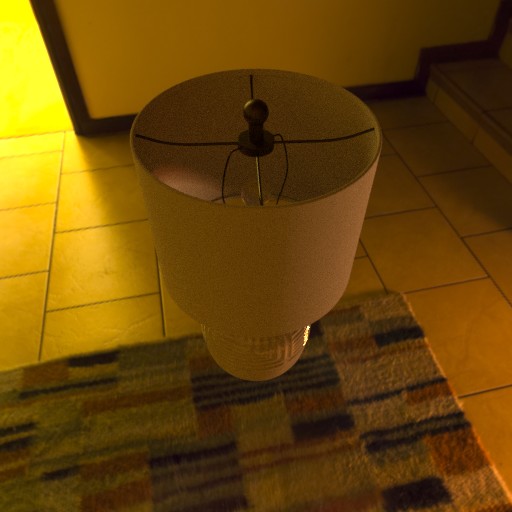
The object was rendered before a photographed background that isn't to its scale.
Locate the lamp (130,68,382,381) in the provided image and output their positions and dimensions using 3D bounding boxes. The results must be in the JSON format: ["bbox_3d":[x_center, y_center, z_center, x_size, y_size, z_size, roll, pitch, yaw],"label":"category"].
[{"bbox_3d":[0.000,0.000,0.751,0.318,0.567,0.318,0,48,0],"label":"lamp"}]
